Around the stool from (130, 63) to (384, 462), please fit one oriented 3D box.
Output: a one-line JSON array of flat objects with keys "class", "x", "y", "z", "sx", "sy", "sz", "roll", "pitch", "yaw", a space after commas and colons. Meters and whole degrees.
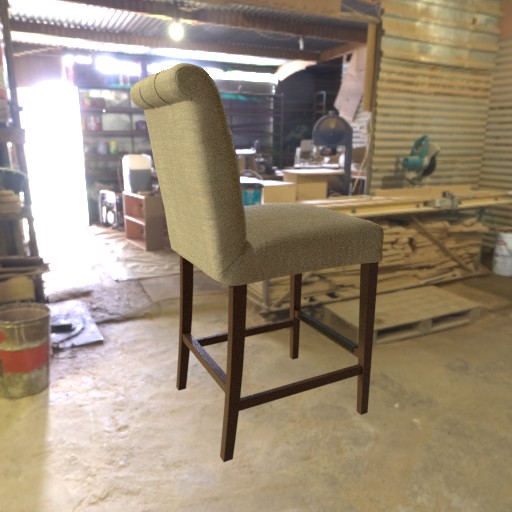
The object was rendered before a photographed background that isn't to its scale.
[{"class": "stool", "x": 0.000, "y": 0.000, "z": 1.448, "sx": 0.660, "sy": 1.084, "sz": 0.486, "roll": -8, "pitch": 17, "yaw": -26}]
